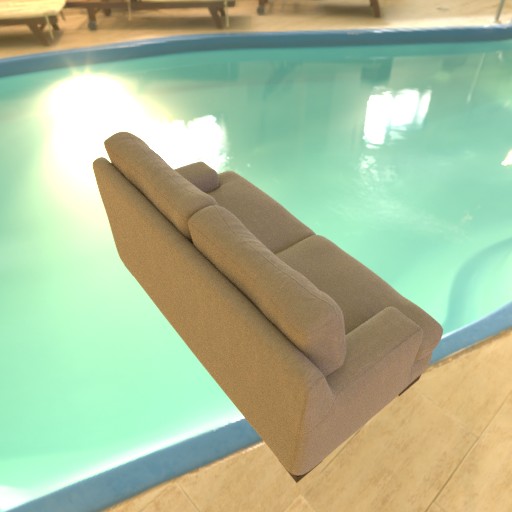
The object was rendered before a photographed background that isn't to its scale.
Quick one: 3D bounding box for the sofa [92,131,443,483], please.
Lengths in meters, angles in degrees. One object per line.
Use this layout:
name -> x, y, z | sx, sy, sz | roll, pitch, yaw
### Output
sofa -> 0.000, 0.000, 2.396 | 0.962, 0.980, 1.855 | -27, 49, -27
